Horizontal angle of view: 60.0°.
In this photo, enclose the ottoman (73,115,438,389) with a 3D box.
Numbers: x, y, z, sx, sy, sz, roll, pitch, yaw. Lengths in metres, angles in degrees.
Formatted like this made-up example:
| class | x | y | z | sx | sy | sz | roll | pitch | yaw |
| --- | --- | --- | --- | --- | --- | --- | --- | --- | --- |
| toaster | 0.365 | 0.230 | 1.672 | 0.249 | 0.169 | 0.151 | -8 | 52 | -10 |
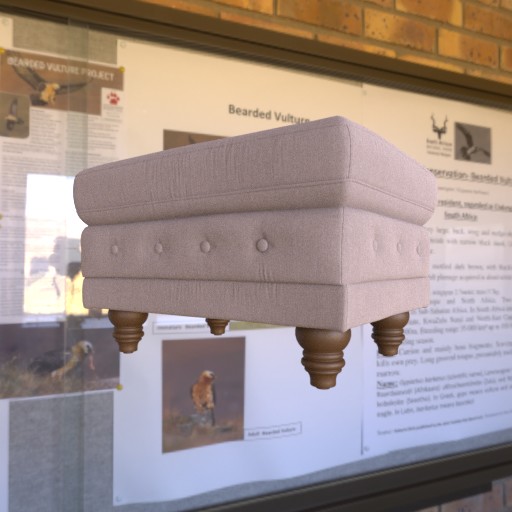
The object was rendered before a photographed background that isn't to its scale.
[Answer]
| class | x | y | z | sx | sy | sz | roll | pitch | yaw |
| --- | --- | --- | --- | --- | --- | --- | --- | --- | --- |
| ottoman | 0.000 | 0.000 | 1.134 | 0.771 | 0.500 | 0.569 | -1 | -1 | 36 |
